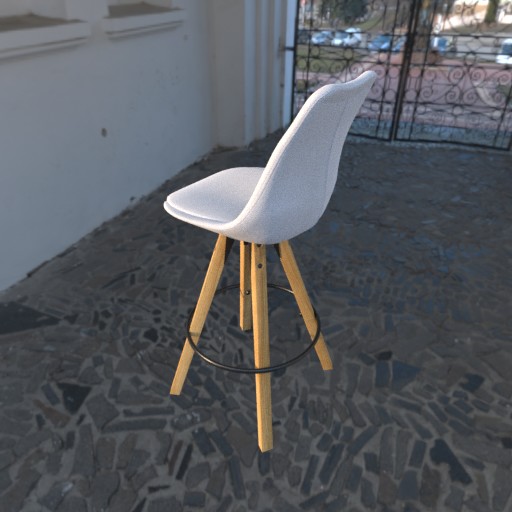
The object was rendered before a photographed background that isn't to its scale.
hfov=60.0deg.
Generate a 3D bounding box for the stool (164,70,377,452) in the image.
[{"bbox_3d":[0.000,0.000,1.400,0.550,1.115,0.484,21,37,29],"label":"stool"}]
